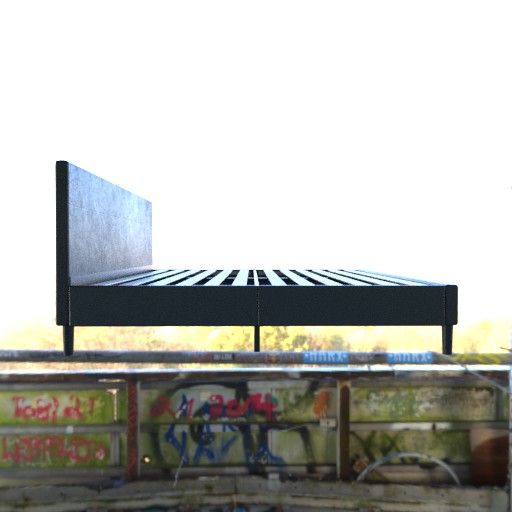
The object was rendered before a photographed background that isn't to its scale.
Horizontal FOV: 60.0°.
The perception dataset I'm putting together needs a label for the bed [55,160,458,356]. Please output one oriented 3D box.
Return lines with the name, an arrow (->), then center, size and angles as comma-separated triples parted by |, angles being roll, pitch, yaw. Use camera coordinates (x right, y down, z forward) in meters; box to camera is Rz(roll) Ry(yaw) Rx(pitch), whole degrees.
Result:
bed -> 0.000, 0.000, 3.363 | 2.152, 1.046, 2.018 | 0, 1, -1
